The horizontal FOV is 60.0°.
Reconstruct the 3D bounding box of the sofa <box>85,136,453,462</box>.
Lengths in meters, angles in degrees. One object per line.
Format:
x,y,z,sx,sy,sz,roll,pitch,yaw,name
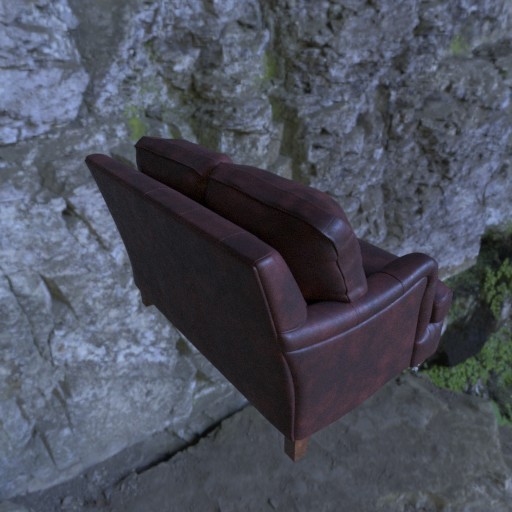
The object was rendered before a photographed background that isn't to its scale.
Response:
0.000,0.000,2.296,1.148,1.070,1.628,-19,33,-32,sofa
